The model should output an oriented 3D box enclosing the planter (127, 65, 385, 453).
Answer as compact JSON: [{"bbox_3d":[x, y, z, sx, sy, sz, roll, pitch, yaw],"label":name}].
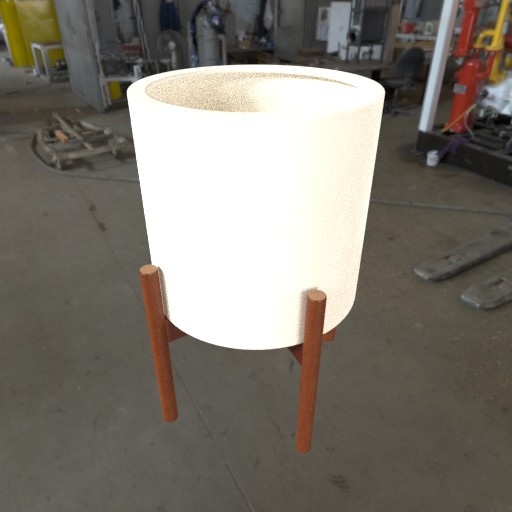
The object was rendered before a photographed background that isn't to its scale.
[{"bbox_3d":[0.000,0.000,0.913,0.417,0.670,0.417,8,33,13],"label":"planter"}]
